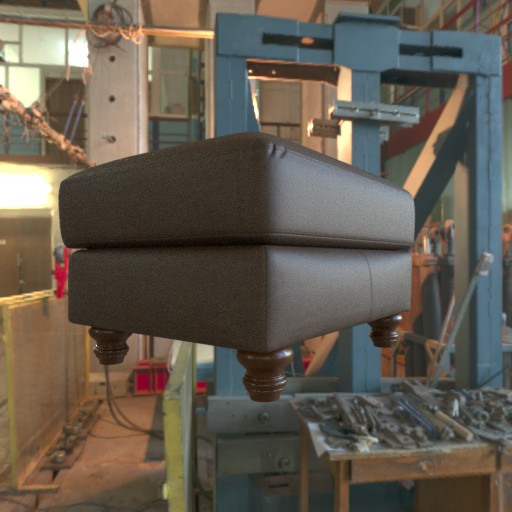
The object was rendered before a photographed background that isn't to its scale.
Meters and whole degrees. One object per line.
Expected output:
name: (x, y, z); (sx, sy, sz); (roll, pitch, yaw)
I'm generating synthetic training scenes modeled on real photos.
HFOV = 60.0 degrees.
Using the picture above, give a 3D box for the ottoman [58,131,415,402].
ottoman: (0.000, 0.000, 1.170); (0.635, 0.508, 0.787); (0, 0, 37)
